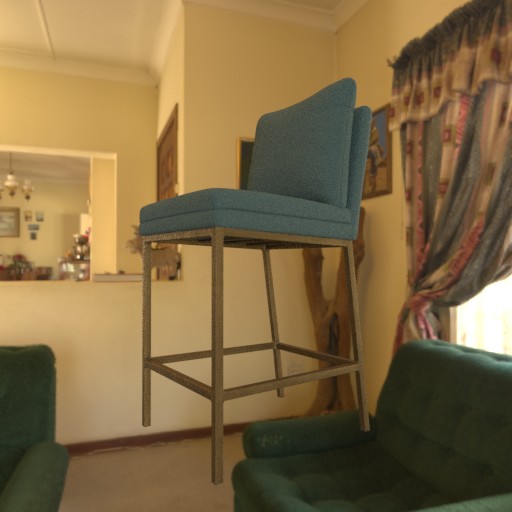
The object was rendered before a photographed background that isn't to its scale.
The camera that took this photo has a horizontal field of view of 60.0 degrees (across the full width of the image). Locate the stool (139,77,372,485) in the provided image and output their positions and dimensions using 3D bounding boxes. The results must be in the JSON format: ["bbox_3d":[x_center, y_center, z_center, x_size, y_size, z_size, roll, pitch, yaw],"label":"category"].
[{"bbox_3d":[0.000,0.000,1.334,0.568,1.032,0.463,0,-1,-35],"label":"stool"}]
